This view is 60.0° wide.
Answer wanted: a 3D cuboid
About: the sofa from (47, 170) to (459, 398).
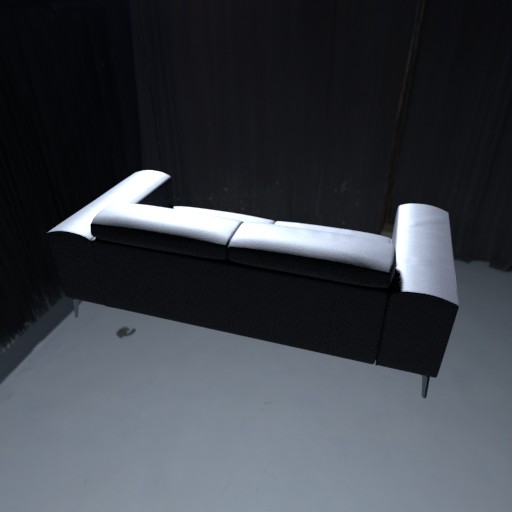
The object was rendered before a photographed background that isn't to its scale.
[{"bbox_3d":[0.000,0.000,2.885,2.330,0.814,1.048,10,33,15],"label":"sofa"}]
